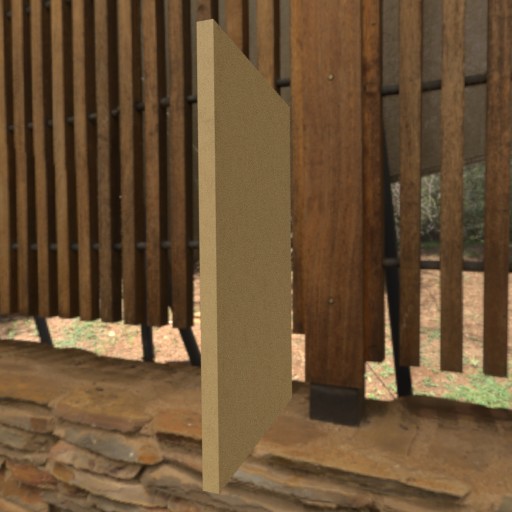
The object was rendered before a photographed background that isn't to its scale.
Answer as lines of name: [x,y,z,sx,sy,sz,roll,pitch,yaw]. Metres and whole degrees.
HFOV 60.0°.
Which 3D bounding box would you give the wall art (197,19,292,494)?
wall art: [0.000,0.000,1.000,0.039,0.810,0.510,1,2,19]
